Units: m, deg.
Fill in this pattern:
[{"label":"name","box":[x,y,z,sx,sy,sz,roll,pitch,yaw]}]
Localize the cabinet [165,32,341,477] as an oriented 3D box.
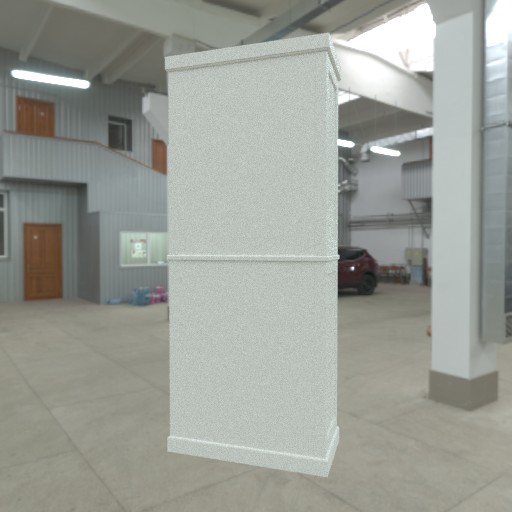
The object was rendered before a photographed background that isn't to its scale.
[{"label":"cabinet","box":[0.000,0.000,2.122,0.754,1.829,0.390,0,1,18]}]
